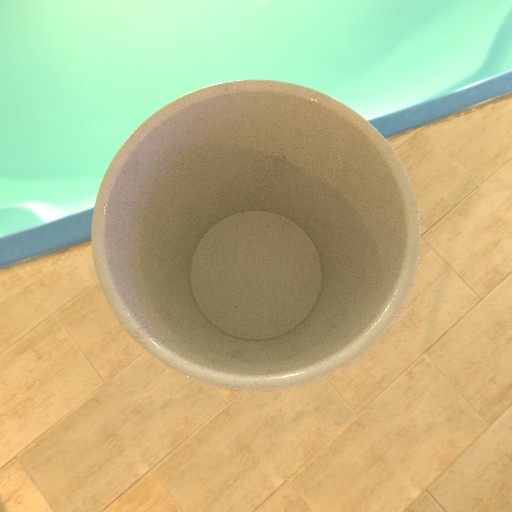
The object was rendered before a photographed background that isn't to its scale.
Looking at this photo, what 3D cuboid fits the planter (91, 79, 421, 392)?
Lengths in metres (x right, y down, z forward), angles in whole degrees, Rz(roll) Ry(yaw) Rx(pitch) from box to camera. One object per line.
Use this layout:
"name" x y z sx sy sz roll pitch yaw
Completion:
"planter" 0.000 0.000 0.457 0.260 0.220 0.260 0 75 0
